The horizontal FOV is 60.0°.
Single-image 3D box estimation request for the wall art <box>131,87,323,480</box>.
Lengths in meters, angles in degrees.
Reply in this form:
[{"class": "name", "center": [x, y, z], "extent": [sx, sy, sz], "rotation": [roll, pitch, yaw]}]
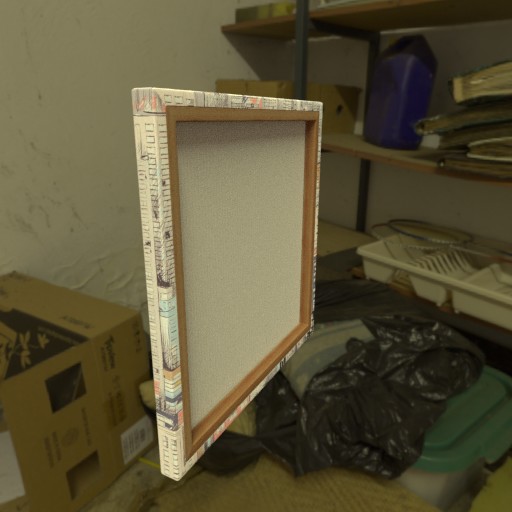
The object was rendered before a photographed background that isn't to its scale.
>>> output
[{"class": "wall art", "center": [0.000, 0.000, 0.901], "extent": [0.038, 0.608, 0.607], "rotation": [9, 19, 27]}]
